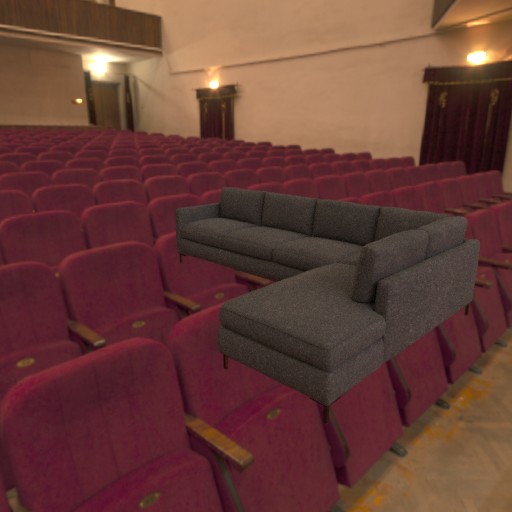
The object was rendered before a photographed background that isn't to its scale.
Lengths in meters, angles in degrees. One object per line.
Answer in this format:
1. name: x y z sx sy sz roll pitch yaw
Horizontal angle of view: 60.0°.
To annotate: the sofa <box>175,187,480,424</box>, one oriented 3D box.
1. sofa: 0.000 0.000 3.742 2.949 0.815 2.007 15 21 43
